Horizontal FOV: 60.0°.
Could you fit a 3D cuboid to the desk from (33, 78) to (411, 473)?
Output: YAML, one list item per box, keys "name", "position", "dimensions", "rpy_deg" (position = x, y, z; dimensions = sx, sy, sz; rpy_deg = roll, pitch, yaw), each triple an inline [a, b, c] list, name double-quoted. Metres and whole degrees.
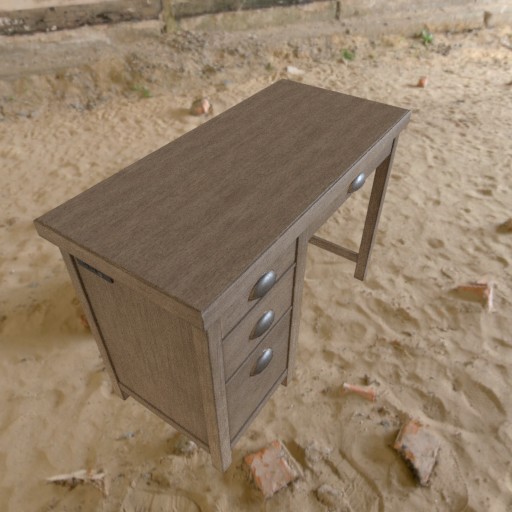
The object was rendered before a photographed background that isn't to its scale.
- name: "desk"
  position: [0.000, 0.000, 1.789]
  dimensions: [0.610, 0.912, 1.289]
  rpy_deg: [25, 47, 25]
